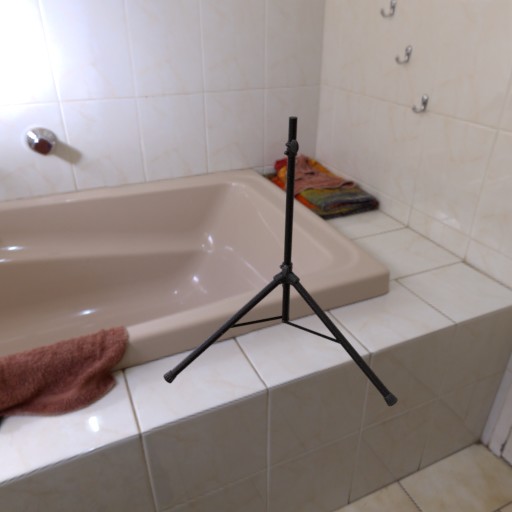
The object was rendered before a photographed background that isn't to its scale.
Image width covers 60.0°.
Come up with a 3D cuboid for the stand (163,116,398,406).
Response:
[{"bbox_3d":[0.000,0.000,1.904,0.907,1.136,1.045,-11,31,-19],"label":"stand"}]
